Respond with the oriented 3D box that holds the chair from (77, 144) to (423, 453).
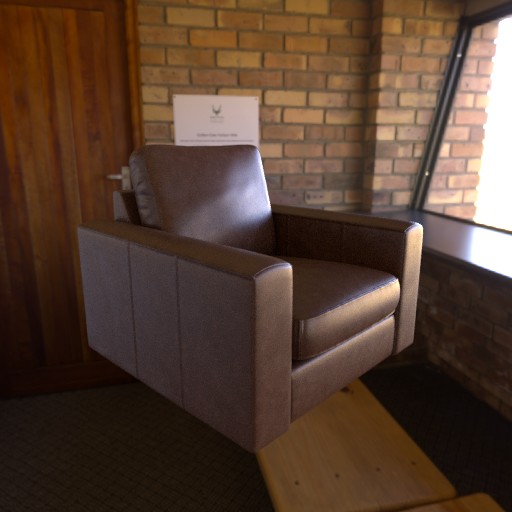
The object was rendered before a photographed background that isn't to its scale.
[{"bbox_3d":[0.000,0.000,1.787,1.016,0.873,1.005,13,19,42],"label":"chair"}]
